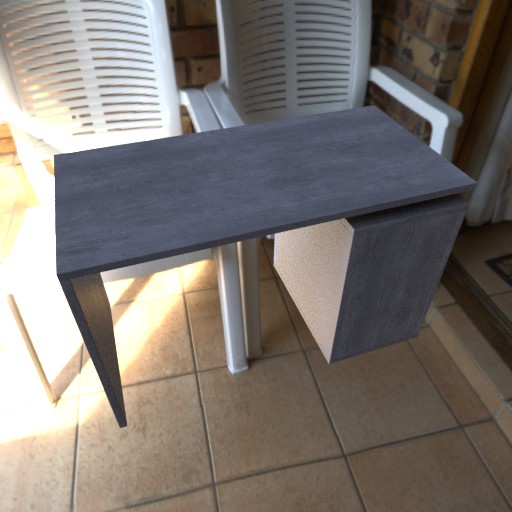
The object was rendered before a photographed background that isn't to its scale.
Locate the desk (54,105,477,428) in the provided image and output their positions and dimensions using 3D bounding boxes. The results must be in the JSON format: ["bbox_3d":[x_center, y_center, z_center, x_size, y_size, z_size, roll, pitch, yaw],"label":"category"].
[{"bbox_3d":[0.000,0.000,1.639,1.200,0.740,0.600,-13,43,-14],"label":"desk"}]
